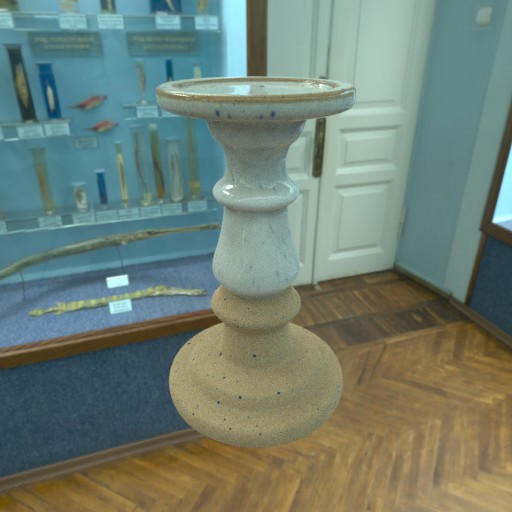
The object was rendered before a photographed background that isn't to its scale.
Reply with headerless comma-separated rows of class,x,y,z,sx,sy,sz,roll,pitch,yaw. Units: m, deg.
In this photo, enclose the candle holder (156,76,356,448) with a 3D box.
candle holder,0.000,0.000,0.277,0.123,0.202,0.123,0,26,0
